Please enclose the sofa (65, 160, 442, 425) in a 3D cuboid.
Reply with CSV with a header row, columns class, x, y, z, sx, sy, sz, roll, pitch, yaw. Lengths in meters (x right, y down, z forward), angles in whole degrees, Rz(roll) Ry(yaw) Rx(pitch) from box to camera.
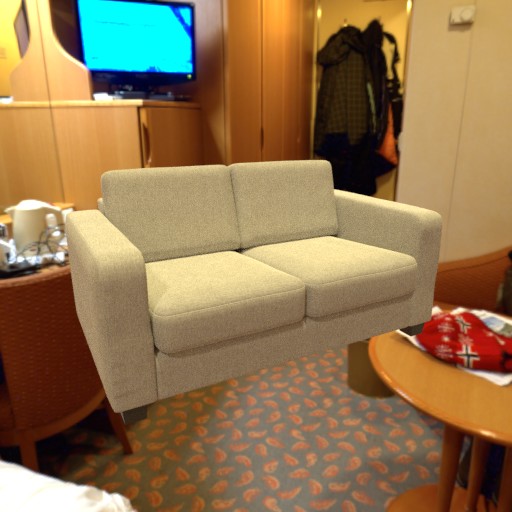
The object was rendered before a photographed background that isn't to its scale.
class,x,y,z,sx,sy,sz,roll,pitch,yaw
sofa,0.000,0.000,2.061,1.540,0.800,0.900,-9,19,-27
